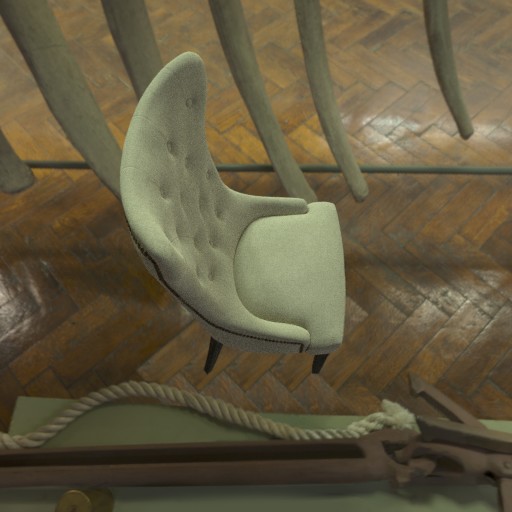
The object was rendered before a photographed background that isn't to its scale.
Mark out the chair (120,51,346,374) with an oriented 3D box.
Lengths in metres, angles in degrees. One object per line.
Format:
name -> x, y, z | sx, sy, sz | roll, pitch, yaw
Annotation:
chair -> 0.000, 0.000, 1.401 | 0.590, 1.065, 0.584 | 2, 63, 1
